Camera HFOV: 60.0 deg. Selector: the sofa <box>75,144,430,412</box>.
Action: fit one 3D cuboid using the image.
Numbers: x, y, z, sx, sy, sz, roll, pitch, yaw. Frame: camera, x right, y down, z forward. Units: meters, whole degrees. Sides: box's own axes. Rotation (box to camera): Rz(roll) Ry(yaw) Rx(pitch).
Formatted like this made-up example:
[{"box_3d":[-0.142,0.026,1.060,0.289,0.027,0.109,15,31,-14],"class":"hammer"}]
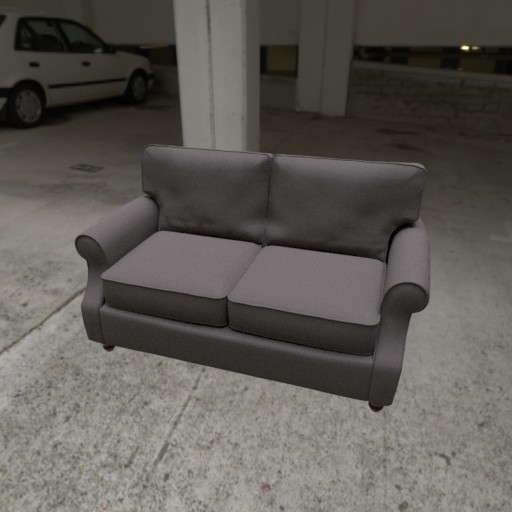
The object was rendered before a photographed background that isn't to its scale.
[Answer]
[{"box_3d":[0.000,0.000,2.282,1.665,0.937,0.964,8,28,16],"class":"sofa"}]
